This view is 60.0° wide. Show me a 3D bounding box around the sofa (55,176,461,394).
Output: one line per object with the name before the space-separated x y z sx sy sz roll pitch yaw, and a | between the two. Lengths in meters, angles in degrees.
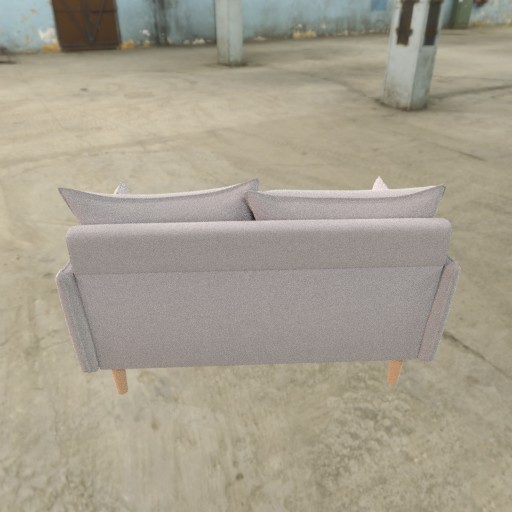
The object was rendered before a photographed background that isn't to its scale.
sofa | 0.000 0.000 1.817 1.300 0.840 0.820 -1 30 -2
